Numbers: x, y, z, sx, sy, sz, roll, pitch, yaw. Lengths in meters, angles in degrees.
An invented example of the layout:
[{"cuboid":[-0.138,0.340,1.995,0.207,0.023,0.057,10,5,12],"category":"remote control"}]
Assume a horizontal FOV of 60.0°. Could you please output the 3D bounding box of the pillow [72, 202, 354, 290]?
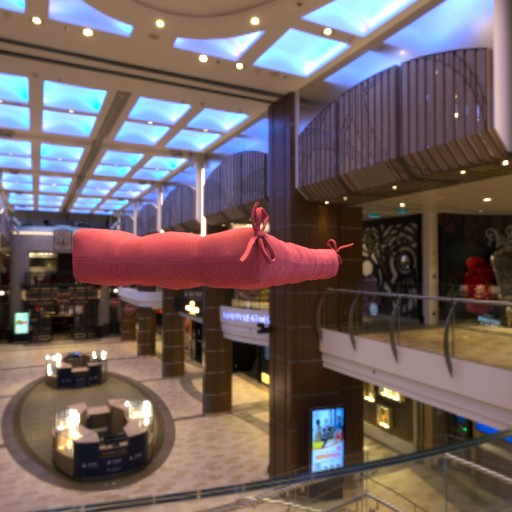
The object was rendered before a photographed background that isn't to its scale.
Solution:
[{"cuboid":[0.000,0.000,1.405,0.511,0.174,1.194,-1,-2,18],"category":"pillow"}]
